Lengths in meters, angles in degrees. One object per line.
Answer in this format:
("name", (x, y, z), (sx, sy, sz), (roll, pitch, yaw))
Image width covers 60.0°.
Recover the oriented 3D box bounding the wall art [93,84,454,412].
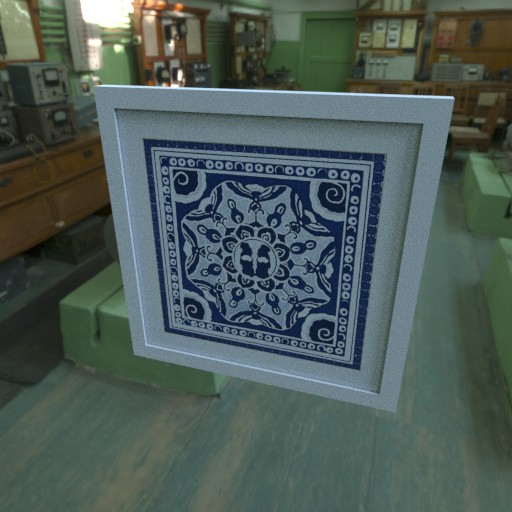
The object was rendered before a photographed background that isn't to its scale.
("wall art", (0.000, 0.000, 0.796), (0.559, 0.559, 0.028), (8, 27, 16))
